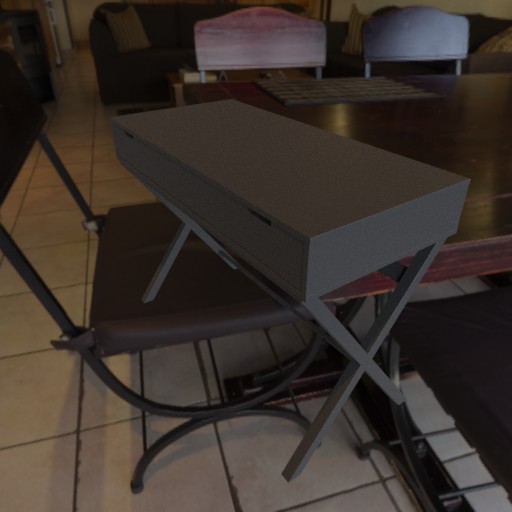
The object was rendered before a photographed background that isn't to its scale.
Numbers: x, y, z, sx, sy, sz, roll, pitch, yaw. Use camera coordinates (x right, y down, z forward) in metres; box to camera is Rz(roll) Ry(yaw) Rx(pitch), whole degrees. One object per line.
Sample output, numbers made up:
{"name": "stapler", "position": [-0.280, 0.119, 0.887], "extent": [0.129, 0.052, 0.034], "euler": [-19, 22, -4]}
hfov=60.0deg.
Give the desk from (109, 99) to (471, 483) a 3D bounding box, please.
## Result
{"name": "desk", "position": [0.000, 0.000, 1.501], "extent": [0.504, 0.780, 1.057], "euler": [-20, 37, -29]}
